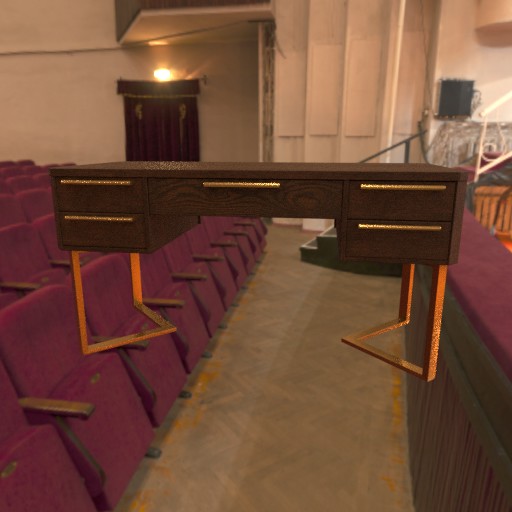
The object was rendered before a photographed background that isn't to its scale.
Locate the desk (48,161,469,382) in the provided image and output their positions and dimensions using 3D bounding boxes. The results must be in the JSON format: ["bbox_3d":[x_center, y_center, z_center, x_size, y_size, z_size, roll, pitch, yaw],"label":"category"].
[{"bbox_3d":[0.000,0.000,1.904,1.479,0.762,0.684,2,14,8],"label":"desk"}]
